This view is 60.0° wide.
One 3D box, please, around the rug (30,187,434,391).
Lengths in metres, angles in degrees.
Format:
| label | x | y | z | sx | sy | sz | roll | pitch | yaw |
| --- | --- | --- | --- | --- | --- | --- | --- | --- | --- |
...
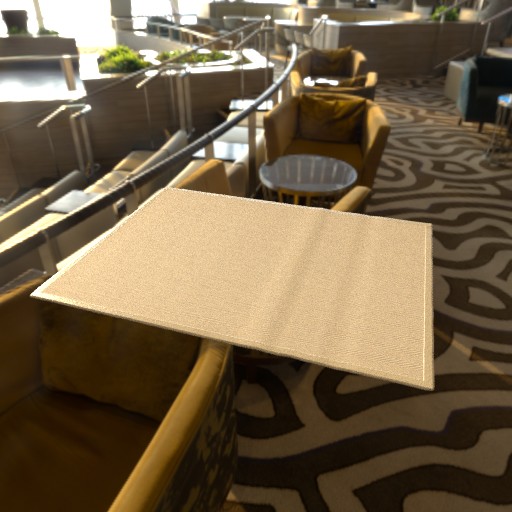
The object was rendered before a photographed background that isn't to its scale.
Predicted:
| label | x | y | z | sx | sy | sz | roll | pitch | yaw |
| --- | --- | --- | --- | --- | --- | --- | --- | --- | --- |
| rug | 0.000 | 0.000 | 4.833 | 3.659 | 0.037 | 2.734 | 10 | 33 | 15 |
